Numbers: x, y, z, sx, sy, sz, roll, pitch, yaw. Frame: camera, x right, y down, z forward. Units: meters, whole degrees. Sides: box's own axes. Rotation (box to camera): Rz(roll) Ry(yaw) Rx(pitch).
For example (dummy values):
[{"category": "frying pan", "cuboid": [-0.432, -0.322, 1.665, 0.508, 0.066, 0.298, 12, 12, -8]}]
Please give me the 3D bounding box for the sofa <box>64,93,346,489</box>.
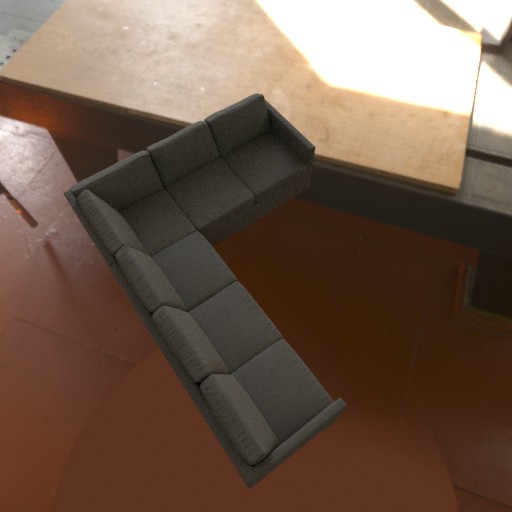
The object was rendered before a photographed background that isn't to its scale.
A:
[{"category": "sofa", "cuboid": [0.000, 0.000, 4.287, 2.432, 0.871, 3.182, -32, 65, -17]}]
